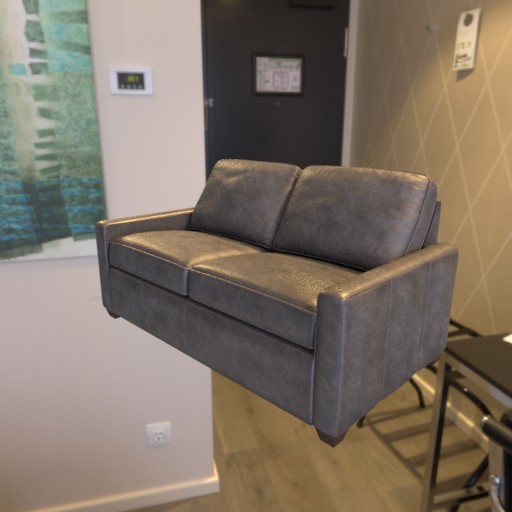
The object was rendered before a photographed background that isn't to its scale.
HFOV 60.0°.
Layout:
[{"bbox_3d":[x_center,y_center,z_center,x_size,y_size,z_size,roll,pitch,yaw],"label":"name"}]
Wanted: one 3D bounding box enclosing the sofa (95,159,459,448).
[{"bbox_3d":[0.000,0.000,2.314,1.732,0.916,0.939,15,22,43],"label":"sofa"}]
